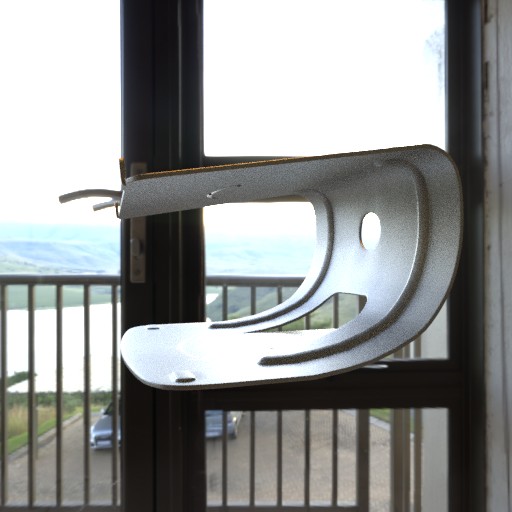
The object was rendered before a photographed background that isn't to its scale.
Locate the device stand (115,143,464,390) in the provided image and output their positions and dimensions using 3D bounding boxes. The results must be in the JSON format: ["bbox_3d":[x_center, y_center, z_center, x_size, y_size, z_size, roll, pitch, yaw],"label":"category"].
[{"bbox_3d":[0.000,0.000,0.392,0.236,0.155,0.256,0,0,-18],"label":"device stand"}]
